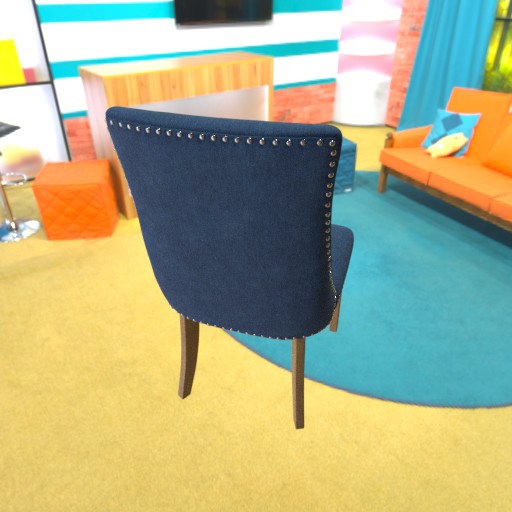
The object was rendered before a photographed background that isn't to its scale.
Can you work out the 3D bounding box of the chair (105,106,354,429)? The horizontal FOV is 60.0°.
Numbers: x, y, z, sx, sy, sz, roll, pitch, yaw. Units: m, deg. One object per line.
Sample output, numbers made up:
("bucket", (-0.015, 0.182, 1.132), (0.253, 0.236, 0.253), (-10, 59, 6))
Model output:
("chair", (0.000, 0.000, 1.254), (0.495, 0.902, 0.610), (10, 33, 16))
